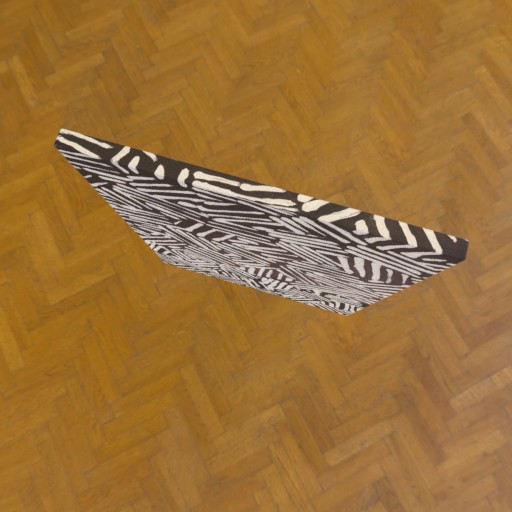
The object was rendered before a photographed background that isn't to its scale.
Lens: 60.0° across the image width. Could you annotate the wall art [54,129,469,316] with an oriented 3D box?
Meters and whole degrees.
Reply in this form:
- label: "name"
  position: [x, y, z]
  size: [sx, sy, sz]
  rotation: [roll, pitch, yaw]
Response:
- label: "wall art"
  position: [0.000, 0.000, 1.286]
  size: [0.765, 1.017, 0.038]
  rotation: [16, 77, 4]
